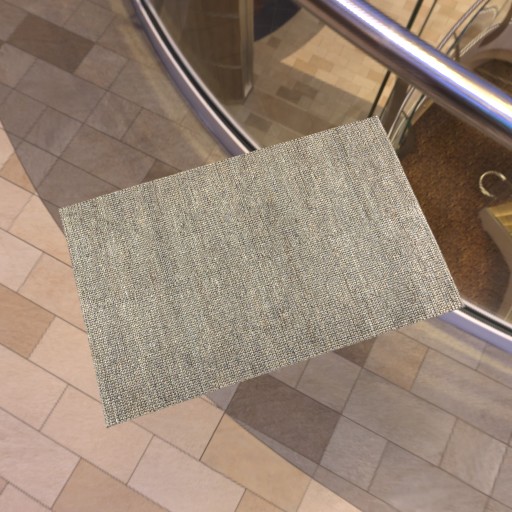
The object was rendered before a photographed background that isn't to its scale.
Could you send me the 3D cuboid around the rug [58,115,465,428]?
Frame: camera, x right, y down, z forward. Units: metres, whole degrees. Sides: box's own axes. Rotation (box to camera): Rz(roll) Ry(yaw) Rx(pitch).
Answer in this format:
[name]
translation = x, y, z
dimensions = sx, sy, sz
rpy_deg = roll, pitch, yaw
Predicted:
[rug]
translation = 0.000, 0.000, 3.040
dimensions = 2.443, 0.021, 1.538
rpy_deg = -17, 75, -5
